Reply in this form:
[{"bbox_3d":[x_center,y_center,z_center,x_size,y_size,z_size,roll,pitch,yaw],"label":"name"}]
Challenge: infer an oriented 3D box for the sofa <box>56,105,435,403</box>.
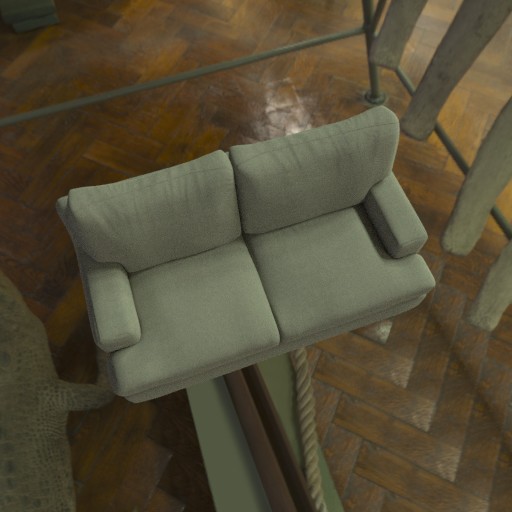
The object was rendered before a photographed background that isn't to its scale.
[{"bbox_3d":[0.000,0.000,2.437,1.855,0.980,0.962,-17,66,-8],"label":"sofa"}]
